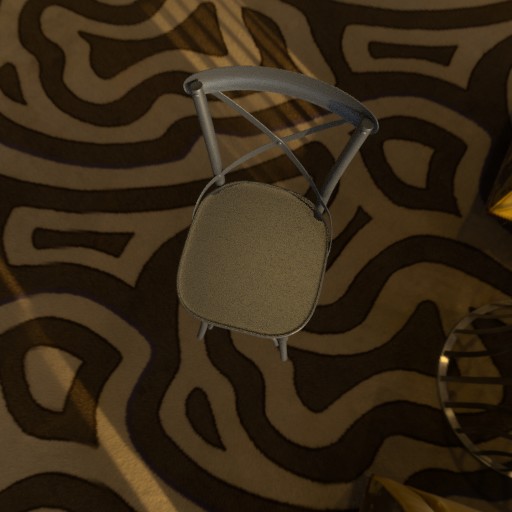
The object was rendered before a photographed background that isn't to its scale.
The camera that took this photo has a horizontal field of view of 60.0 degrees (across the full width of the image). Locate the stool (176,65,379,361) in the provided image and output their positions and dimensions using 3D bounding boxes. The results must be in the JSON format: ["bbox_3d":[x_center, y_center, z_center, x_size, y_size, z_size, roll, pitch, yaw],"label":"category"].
[{"bbox_3d":[0.000,0.000,1.483,0.457,1.168,0.584,14,76,3],"label":"stool"}]
